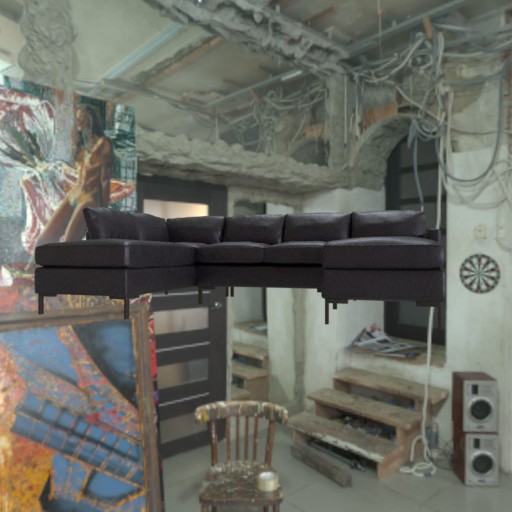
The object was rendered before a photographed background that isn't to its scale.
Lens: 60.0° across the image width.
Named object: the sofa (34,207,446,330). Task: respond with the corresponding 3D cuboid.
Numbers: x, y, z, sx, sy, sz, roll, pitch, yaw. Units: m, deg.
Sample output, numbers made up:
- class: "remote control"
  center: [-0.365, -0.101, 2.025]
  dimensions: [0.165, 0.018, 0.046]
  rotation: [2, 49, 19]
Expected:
- class: "sofa"
  center: [0.000, 0.000, 3.815]
  dimensions: [2.956, 0.900, 1.939]
  rotation: [0, 0, 19]
